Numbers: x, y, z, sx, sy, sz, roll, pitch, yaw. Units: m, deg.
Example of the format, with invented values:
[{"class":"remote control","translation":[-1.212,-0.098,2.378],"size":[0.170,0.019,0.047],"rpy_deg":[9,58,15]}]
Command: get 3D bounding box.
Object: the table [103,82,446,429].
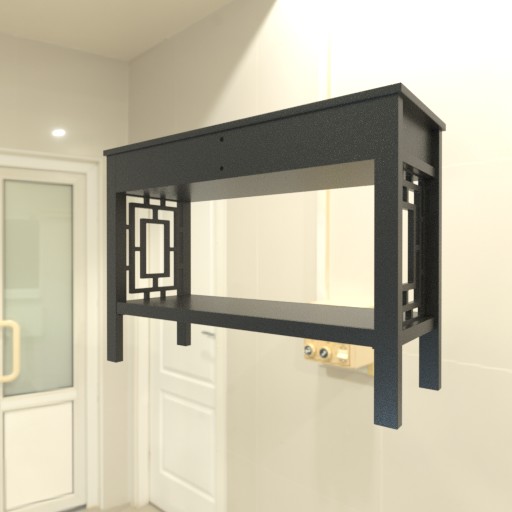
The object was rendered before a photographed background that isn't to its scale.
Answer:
[{"class":"table","translation":[0.000,0.000,1.430],"size":[1.068,0.753,0.397],"rpy_deg":[0,0,36]}]
